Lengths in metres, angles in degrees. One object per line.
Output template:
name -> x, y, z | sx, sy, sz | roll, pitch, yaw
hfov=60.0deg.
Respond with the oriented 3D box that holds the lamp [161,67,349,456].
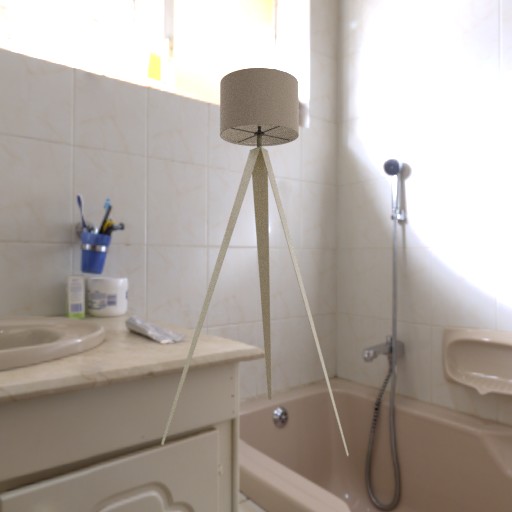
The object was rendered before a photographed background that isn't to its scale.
lamp -> 0.000, 0.000, 1.884 | 0.716, 1.524, 0.724 | 1, -1, -36
